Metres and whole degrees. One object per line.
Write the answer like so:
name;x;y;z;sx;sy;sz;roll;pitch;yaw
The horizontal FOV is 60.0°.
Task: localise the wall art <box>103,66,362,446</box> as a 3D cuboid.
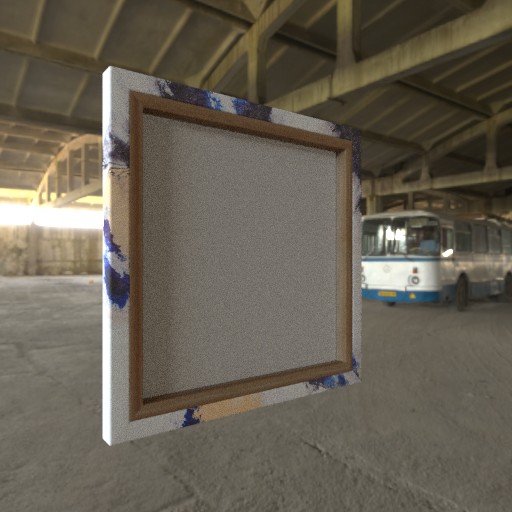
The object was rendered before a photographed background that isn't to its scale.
wall art;0.000;0.000;0.903;0.609;0.609;0.039;0;0;-37
